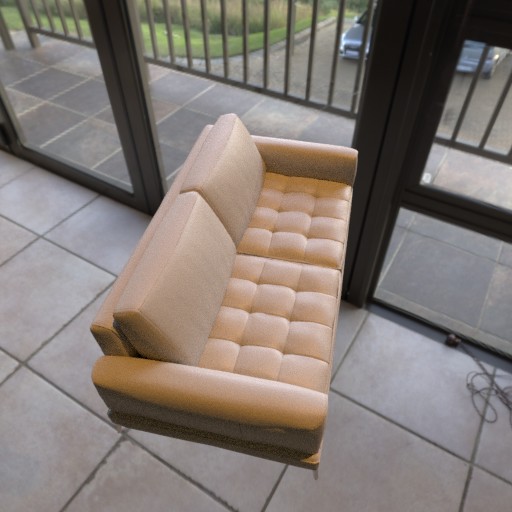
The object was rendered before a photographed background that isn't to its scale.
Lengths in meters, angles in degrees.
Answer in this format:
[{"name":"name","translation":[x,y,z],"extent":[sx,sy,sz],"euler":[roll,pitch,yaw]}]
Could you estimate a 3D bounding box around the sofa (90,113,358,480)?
[{"name":"sofa","translation":[0.000,0.000,2.718],"extent":[1.121,0.930,2.177],"euler":[9,47,9]}]
